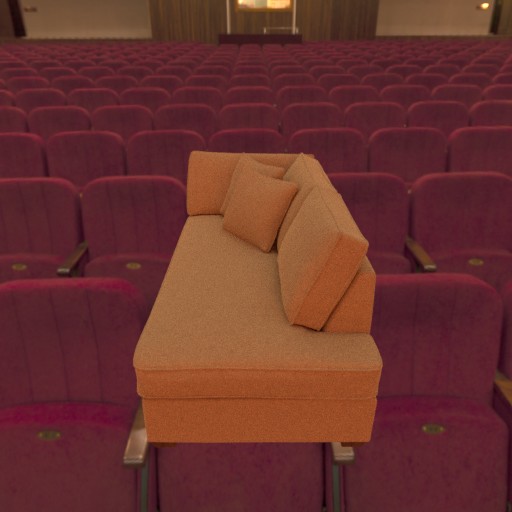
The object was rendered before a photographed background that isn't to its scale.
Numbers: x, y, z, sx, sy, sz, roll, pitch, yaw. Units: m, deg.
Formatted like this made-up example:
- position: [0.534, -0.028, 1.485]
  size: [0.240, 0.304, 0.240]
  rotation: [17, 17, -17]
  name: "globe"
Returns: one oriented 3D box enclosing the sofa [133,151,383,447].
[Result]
- position: [0.000, 0.000, 2.878]
  size: [1.110, 1.033, 2.237]
  rotation: [0, 26, 0]
  name: "sofa"
